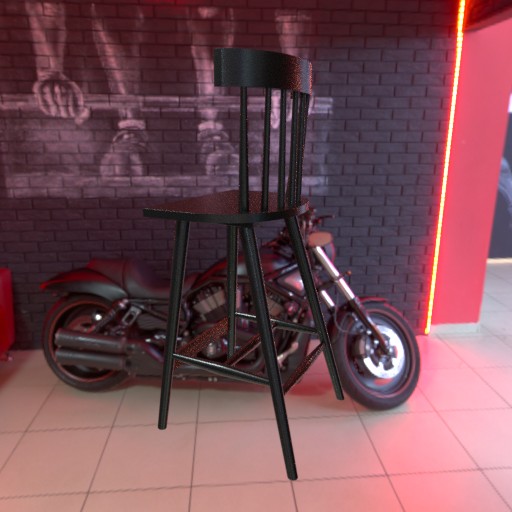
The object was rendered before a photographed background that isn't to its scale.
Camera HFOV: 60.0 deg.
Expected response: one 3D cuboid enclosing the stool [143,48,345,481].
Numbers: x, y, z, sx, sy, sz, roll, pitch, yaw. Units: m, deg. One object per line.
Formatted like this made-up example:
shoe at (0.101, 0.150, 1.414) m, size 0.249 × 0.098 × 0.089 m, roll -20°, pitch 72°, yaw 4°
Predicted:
stool at (0.000, 0.000, 1.349) m, size 0.483 × 1.092 × 0.482 m, roll 8°, pitch 17°, yaw 27°
